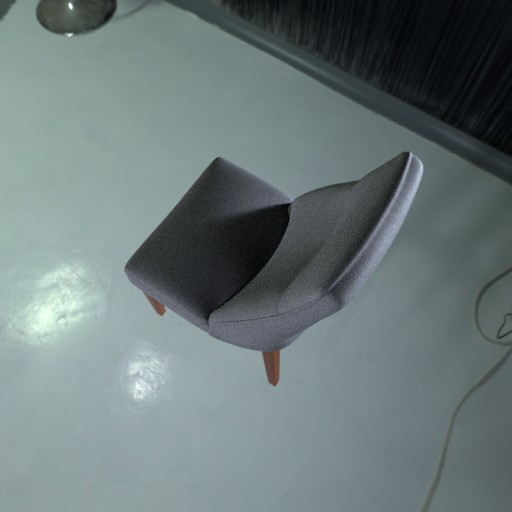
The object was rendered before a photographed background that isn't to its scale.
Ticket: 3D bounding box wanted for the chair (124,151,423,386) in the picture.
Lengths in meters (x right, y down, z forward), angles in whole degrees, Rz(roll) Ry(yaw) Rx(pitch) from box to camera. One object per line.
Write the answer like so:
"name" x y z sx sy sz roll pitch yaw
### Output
"chair" 0.000 0.000 1.293 0.620 0.930 0.500 30 68 13
